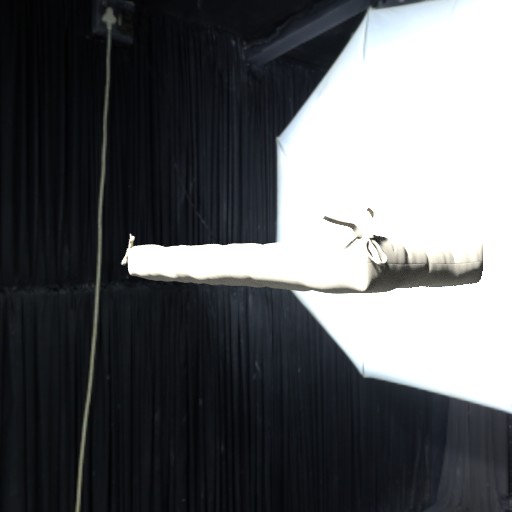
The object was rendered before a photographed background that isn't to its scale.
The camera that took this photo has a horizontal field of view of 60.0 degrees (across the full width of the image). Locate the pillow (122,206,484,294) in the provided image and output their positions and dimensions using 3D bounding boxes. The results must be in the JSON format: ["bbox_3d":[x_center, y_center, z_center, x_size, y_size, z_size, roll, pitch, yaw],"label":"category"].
[{"bbox_3d":[0.000,0.000,1.337,0.511,0.174,1.194,0,-1,-37],"label":"pillow"}]
